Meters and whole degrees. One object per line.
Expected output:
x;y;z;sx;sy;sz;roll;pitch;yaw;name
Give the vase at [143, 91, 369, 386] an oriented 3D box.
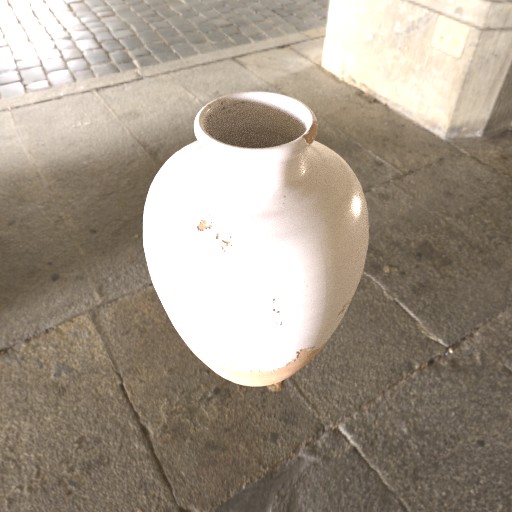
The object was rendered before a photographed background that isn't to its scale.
0.000;0.000;0.336;0.158;0.228;0.158;0;46;0;vase
